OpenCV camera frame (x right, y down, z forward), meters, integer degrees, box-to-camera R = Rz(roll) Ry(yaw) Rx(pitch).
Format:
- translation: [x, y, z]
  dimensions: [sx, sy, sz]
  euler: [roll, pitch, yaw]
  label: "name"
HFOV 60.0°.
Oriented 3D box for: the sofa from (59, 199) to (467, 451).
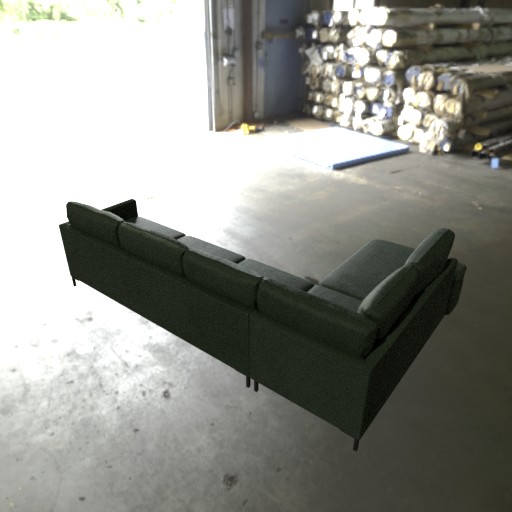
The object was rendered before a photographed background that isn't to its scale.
- translation: [0.000, 0.000, 4.299]
  dimensions: [3.384, 0.996, 2.048]
  euler: [21, 35, 33]
  label: "sofa"
